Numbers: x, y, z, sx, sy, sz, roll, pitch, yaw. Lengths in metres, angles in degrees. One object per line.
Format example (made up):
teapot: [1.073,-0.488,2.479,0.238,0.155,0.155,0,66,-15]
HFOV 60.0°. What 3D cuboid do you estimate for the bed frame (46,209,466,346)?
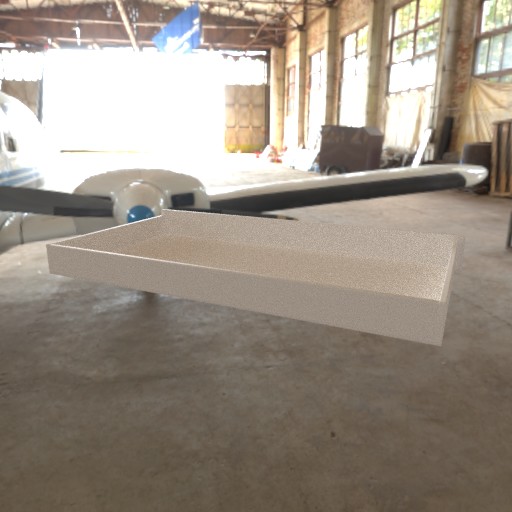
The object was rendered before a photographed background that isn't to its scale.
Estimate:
bed frame: [0.000,0.000,1.545,1.300,0.141,0.670,7,17,25]
